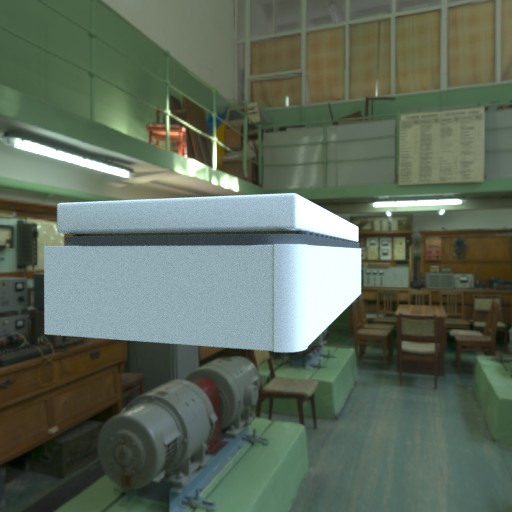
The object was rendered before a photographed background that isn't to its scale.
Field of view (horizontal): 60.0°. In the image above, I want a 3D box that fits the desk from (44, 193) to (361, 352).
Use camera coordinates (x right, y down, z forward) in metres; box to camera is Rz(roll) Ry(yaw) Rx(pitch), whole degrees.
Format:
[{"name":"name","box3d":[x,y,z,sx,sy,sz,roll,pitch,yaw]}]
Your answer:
[{"name":"desk","box3d":[0.000,0.000,2.276,0.900,0.526,1.900,0,1,18]}]
